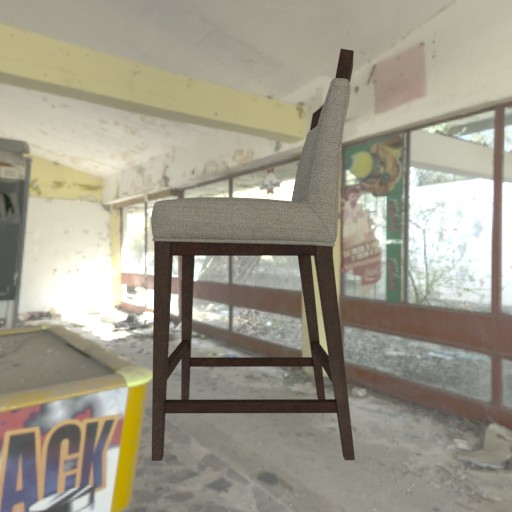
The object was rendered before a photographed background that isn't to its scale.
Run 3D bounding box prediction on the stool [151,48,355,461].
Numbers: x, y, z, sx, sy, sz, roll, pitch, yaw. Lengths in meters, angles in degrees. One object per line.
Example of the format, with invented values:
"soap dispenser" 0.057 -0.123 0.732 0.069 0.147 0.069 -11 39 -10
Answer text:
"stool" 0.000 0.000 1.328 0.531 1.009 0.512 0 1 0
